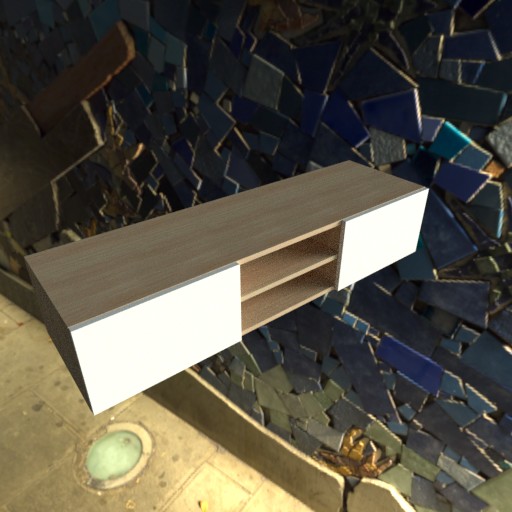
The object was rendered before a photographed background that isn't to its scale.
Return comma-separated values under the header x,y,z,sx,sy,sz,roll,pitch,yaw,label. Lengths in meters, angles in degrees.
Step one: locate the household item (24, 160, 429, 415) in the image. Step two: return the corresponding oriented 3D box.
x,y,z,sx,sy,sz,roll,pitch,yaw,label
0.000,0.000,1.604,1.400,0.310,0.420,-22,37,-31,household item
